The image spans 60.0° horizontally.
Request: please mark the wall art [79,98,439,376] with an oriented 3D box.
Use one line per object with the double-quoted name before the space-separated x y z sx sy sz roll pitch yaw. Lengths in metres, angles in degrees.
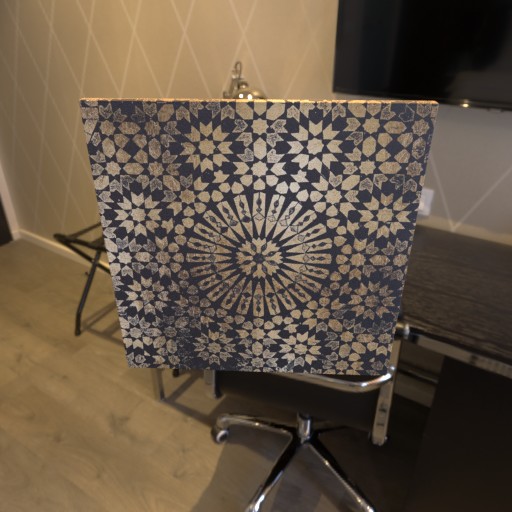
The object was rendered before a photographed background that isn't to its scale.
"wall art" 0.000 0.000 1.357 0.914 0.914 0.038 1 29 2
